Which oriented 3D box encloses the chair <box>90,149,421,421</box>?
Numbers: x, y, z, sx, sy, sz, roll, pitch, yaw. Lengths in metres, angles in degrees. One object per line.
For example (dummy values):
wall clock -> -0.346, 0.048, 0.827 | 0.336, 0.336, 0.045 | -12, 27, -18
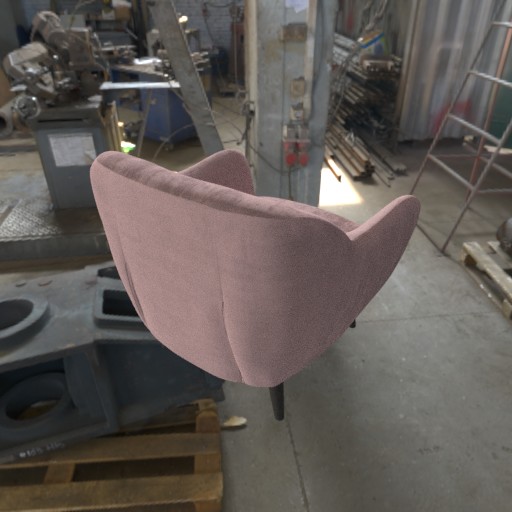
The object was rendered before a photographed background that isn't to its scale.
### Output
chair -> 0.000, 0.000, 1.544 | 0.840, 0.820, 0.820 | 22, 38, 31
